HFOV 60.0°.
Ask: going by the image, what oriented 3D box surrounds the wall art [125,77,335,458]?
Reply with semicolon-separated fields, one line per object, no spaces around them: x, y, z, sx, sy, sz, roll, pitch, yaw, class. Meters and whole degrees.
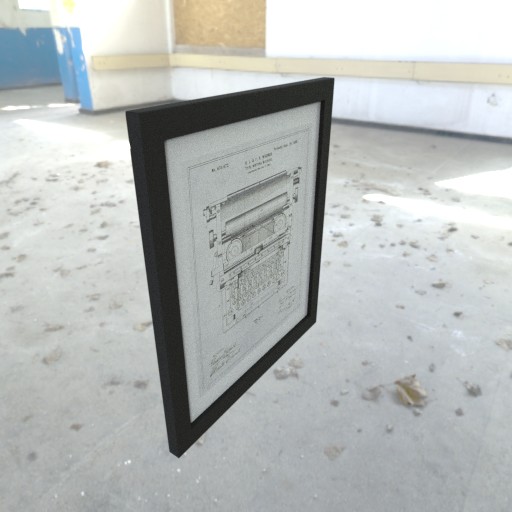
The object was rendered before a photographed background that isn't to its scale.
0.000;0.000;0.720;0.021;0.508;0.432;18;32;31;wall art
